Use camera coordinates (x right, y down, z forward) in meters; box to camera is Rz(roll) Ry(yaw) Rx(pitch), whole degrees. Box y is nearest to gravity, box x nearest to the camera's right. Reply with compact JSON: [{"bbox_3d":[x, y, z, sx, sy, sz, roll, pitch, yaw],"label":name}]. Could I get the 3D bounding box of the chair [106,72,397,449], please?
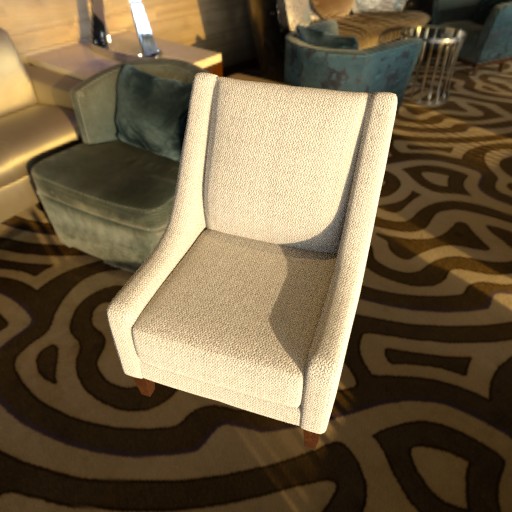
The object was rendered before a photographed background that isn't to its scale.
[{"bbox_3d":[0.000,0.000,1.623,0.774,1.014,0.870,12,40,15],"label":"chair"}]
